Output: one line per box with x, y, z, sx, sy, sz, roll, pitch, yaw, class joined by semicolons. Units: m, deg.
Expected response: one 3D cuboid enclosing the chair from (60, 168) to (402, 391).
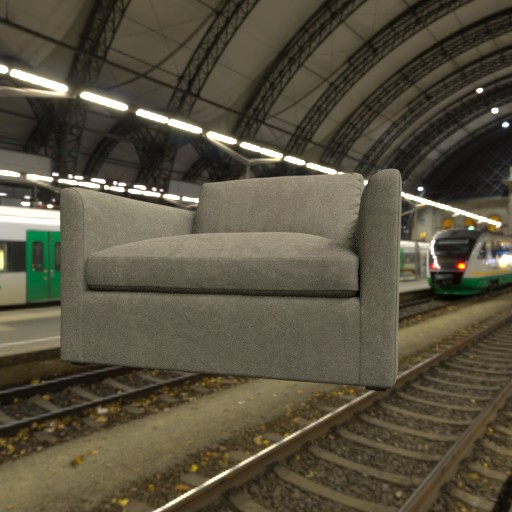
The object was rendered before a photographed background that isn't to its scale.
0.000;0.000;1.937;1.190;0.845;1.091;0;0;17;chair
